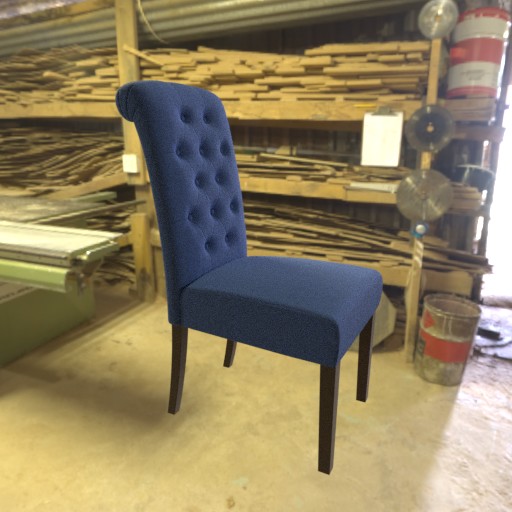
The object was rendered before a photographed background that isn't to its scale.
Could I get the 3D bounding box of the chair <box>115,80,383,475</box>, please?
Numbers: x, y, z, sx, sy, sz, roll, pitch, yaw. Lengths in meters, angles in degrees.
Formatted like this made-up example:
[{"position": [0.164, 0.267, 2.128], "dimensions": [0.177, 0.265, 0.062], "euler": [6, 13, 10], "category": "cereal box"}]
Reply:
[{"position": [0.000, 0.000, 1.338], "dimensions": [0.671, 1.006, 0.456], "euler": [8, 17, 27], "category": "chair"}]
